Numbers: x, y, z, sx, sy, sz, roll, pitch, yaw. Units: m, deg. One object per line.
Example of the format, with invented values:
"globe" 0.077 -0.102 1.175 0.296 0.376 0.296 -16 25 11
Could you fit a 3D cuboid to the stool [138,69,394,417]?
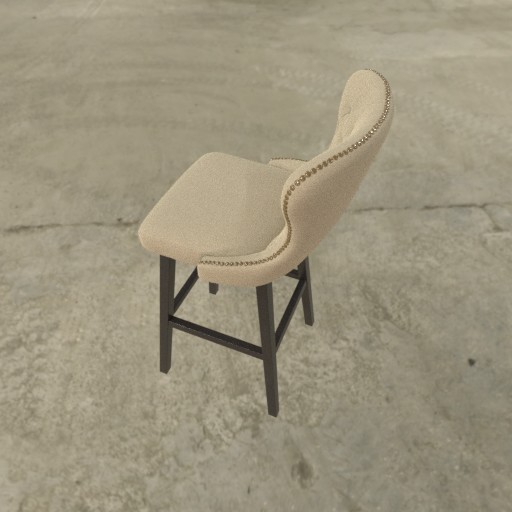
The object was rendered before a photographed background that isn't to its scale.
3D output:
"stool" 0.000 0.000 1.362 0.605 1.066 0.528 16 48 15
